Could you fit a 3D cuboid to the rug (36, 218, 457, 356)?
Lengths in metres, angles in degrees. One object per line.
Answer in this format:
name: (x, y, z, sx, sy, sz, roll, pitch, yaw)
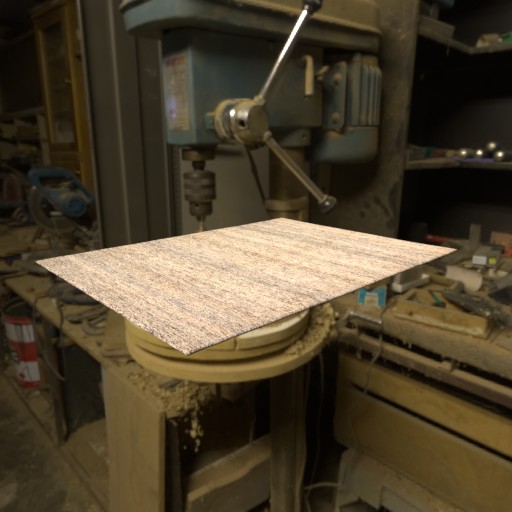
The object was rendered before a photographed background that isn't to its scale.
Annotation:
rug: (0.000, 0.000, 4.201, 3.199, 0.036, 2.414, -14, 20, -41)
